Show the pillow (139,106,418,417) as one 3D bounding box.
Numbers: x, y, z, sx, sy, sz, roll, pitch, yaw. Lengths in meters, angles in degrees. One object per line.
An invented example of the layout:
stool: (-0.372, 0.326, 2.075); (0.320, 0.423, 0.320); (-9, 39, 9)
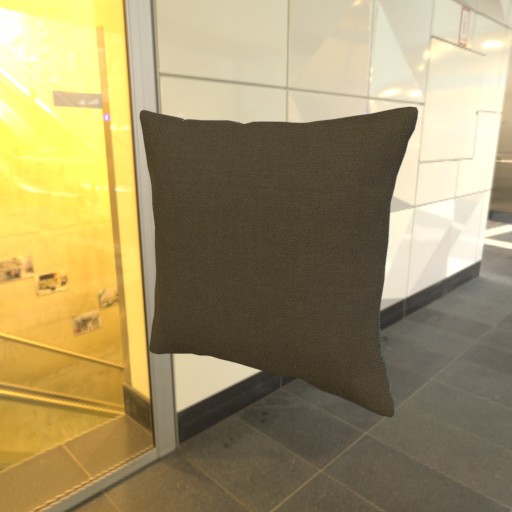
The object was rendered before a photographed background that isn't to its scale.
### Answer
pillow: (0.000, 0.000, 0.670); (0.436, 0.430, 0.138); (7, 16, 25)
